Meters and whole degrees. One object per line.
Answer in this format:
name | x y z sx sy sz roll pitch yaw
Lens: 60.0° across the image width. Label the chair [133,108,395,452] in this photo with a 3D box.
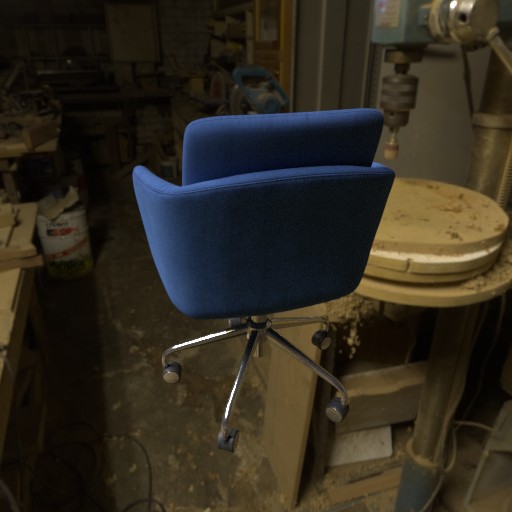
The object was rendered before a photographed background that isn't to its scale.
chair | 0.000 0.000 1.330 0.641 0.908 0.635 -9 28 -17
